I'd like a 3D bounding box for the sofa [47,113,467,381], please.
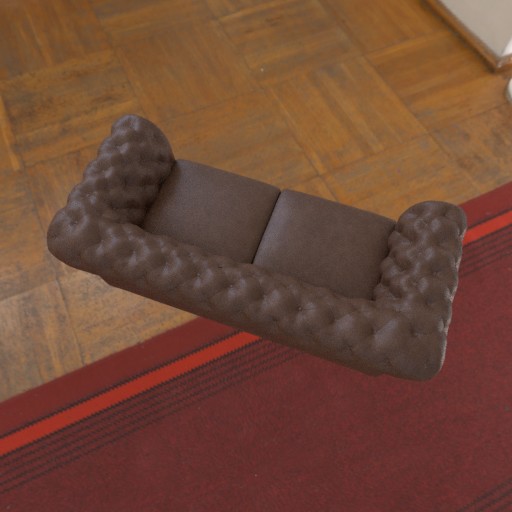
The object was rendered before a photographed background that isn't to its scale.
[{"bbox_3d":[0.000,0.000,2.529,2.048,0.784,0.955,18,65,9],"label":"sofa"}]
